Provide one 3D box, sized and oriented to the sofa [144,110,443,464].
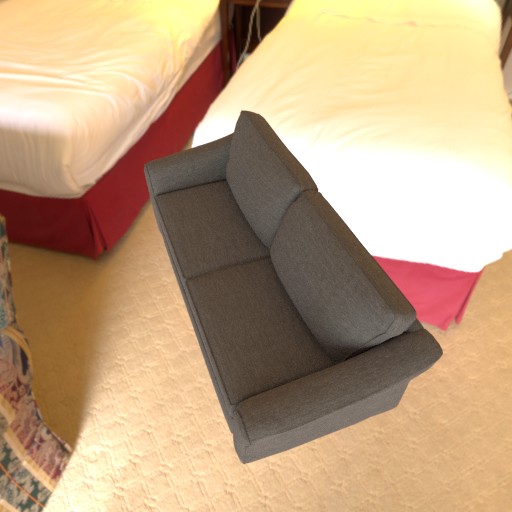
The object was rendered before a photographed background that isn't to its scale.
[{"bbox_3d":[0.000,0.000,2.788,0.971,0.950,2.270,-16,48,-15],"label":"sofa"}]
